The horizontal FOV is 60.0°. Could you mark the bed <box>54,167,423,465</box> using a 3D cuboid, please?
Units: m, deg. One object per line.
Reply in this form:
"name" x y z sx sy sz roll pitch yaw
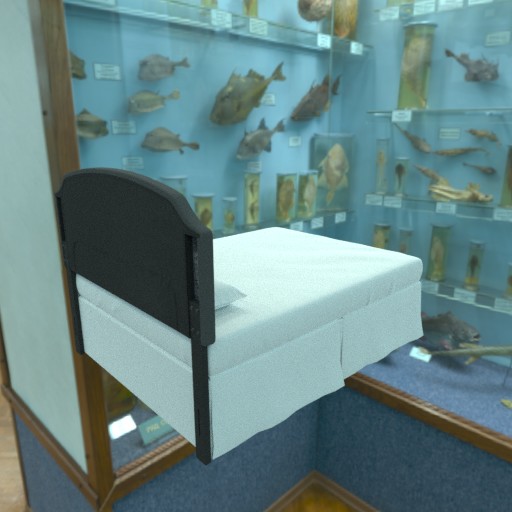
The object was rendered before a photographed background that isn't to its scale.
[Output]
"bed" 0.000 0.000 2.980 1.999 1.270 1.558 -14 21 -41
